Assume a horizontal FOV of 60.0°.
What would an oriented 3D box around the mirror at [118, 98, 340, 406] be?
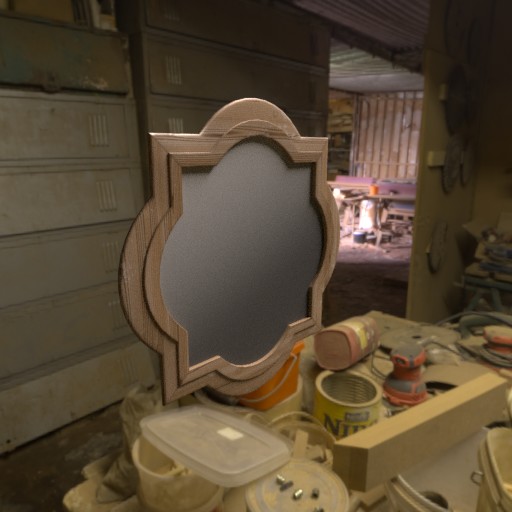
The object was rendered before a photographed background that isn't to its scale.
[{"bbox_3d":[0.000,0.000,1.044,0.019,0.686,0.686,13,19,43],"label":"mirror"}]
